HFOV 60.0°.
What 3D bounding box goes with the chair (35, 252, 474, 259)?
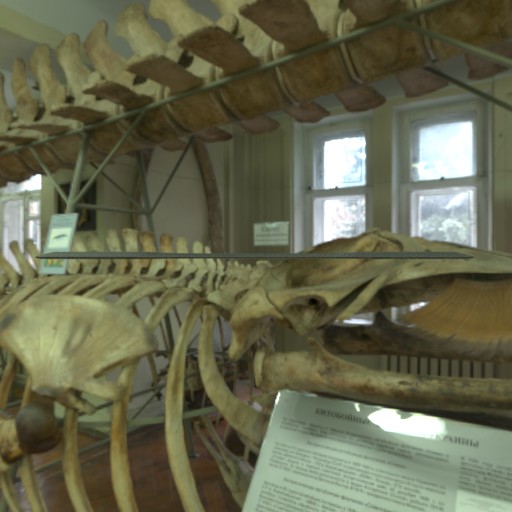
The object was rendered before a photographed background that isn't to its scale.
[{"bbox_3d":[0.000,0.000,1.947,1.372,0.024,1.219,0,0,1],"label":"chair"}]
